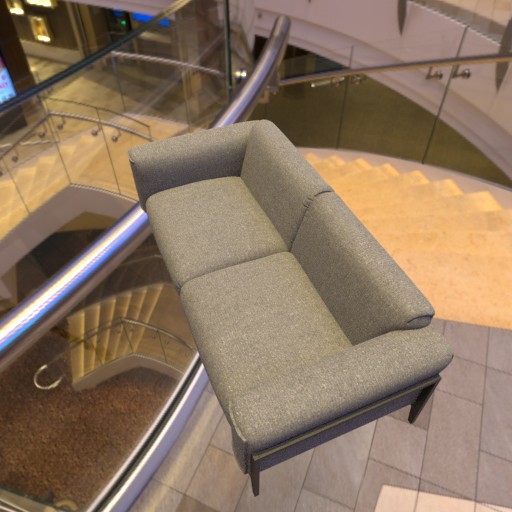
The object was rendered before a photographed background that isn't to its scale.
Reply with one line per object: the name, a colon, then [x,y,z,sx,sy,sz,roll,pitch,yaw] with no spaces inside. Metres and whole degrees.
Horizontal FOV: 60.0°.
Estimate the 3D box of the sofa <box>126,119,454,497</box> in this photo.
sofa: [0.000,0.000,2.525,0.985,0.703,2.125,-17,49,-16]
